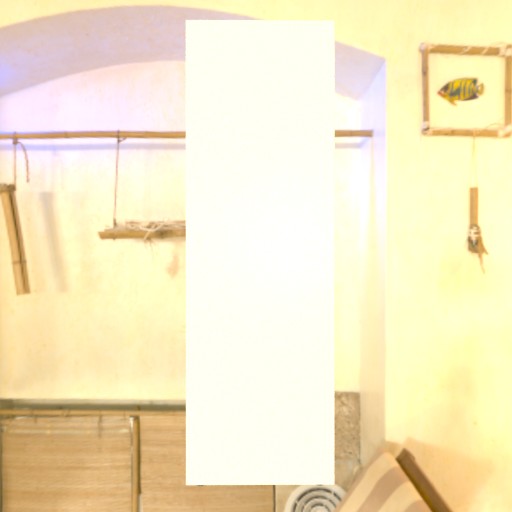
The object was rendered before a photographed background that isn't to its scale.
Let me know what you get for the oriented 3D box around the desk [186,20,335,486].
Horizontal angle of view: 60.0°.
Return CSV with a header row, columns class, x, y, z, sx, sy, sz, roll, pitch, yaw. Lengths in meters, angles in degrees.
class,x,y,z,sx,sy,sz,roll,pitch,yaw
desk,0.000,0.000,1.543,0.390,1.190,0.850,0,0,0
